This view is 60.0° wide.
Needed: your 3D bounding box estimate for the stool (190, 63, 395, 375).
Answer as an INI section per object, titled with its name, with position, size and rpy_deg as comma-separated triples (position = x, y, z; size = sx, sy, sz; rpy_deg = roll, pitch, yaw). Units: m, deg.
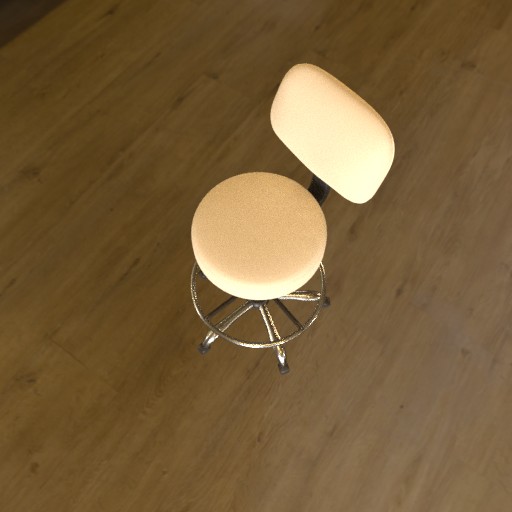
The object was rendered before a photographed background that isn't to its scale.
[stool]
position = 0.000, 0.000, 1.492
size = 0.616, 1.080, 0.609
rpy_deg = -36, 69, -16
